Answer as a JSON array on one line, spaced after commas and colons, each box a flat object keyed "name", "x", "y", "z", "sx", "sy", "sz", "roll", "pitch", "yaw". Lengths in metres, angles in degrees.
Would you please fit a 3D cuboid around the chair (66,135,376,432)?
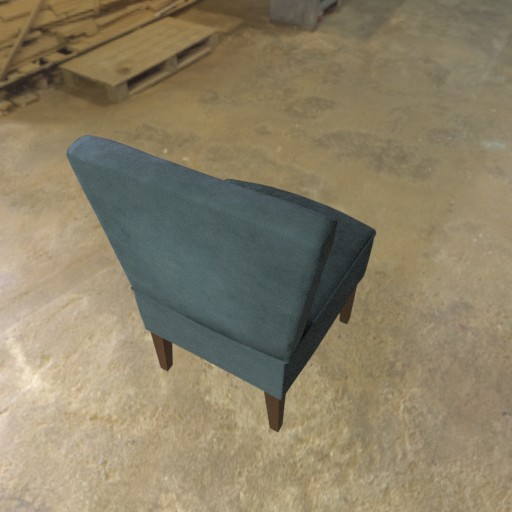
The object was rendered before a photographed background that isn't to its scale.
[{"name": "chair", "x": 0.000, "y": 0.000, "z": 1.172, "sx": 0.521, "sy": 0.806, "sz": 0.551, "roll": 22, "pitch": 50, "yaw": 20}]
